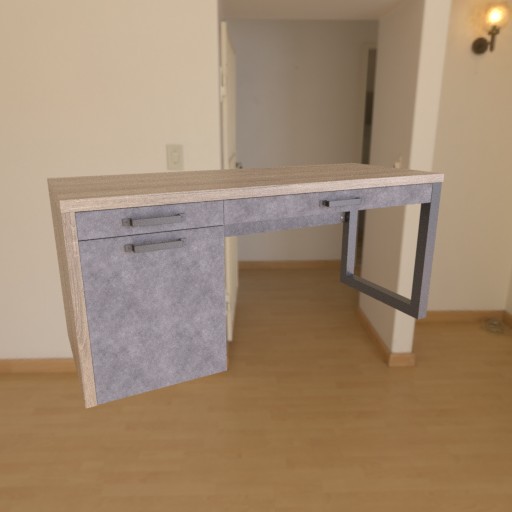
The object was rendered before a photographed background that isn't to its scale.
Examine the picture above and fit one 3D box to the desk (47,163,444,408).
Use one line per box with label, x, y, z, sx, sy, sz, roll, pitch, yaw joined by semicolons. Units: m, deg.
desk;0.000;0.000;2.126;1.700;0.760;0.690;-8;19;-26
